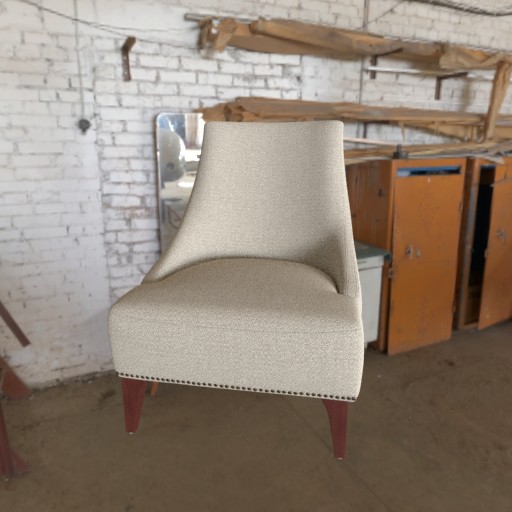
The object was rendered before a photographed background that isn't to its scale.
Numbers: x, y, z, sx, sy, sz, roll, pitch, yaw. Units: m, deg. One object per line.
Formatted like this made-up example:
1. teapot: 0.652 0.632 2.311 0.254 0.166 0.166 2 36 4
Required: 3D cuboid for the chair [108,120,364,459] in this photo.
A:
1. chair: 0.000 0.000 1.508 0.701 0.909 0.861 3 15 10
